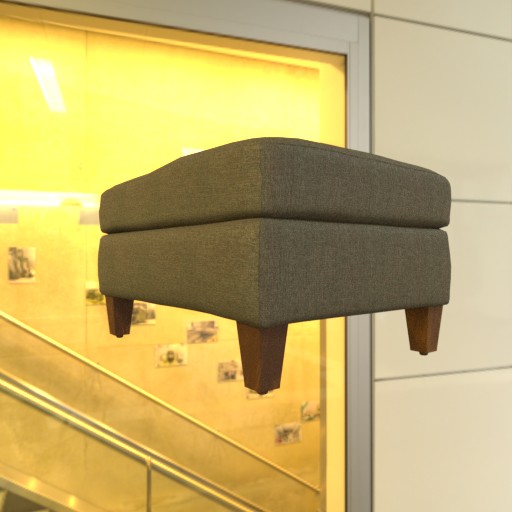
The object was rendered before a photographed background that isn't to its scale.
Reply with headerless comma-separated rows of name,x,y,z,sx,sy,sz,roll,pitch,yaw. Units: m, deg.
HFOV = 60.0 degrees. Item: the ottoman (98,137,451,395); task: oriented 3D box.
ottoman,0.000,0.000,1.230,0.639,0.496,0.826,0,0,-38
